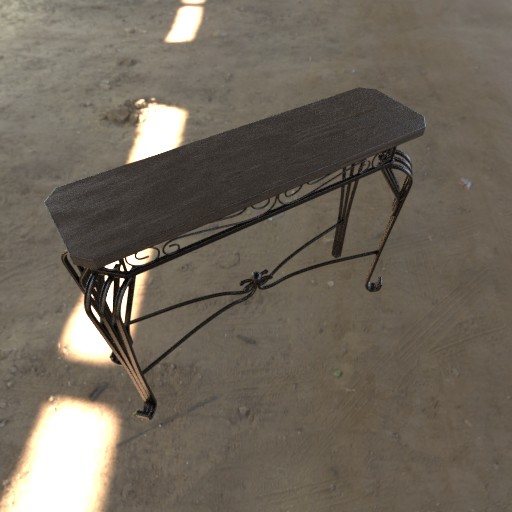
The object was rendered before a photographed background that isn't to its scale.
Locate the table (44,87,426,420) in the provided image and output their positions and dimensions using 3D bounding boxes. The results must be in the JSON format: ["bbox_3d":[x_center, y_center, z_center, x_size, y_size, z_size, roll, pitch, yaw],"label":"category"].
[{"bbox_3d":[0.000,0.000,1.491,1.112,0.800,0.329,-25,51,-22],"label":"table"}]
